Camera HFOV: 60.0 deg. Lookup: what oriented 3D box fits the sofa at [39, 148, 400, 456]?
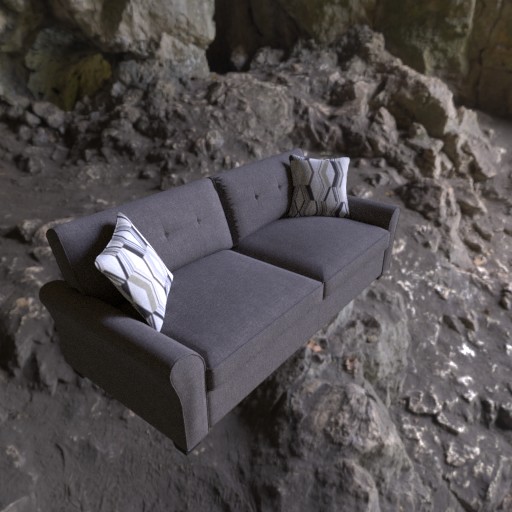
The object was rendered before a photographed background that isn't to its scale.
[{"bbox_3d":[0.000,0.000,2.478,0.889,0.813,2.032,19,32,34],"label":"sofa"}]
